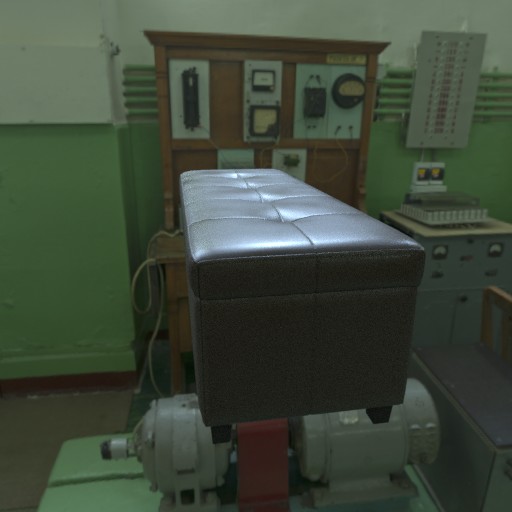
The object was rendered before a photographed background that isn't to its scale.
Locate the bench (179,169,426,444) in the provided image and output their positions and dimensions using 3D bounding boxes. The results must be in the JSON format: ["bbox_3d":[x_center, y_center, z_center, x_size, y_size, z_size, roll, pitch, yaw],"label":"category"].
[{"bbox_3d":[0.000,0.000,1.399,0.450,0.417,1.219,-3,18,-10],"label":"bench"}]
